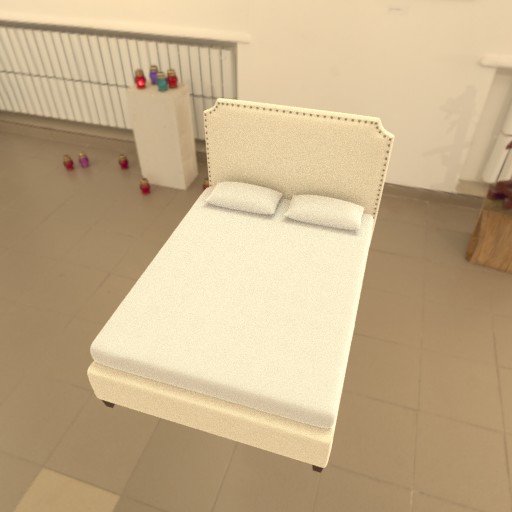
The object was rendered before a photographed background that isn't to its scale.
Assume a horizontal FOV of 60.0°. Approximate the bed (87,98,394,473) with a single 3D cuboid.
[{"bbox_3d":[0.000,0.000,3.472,1.712,1.497,2.372,12,42,13],"label":"bed"}]
